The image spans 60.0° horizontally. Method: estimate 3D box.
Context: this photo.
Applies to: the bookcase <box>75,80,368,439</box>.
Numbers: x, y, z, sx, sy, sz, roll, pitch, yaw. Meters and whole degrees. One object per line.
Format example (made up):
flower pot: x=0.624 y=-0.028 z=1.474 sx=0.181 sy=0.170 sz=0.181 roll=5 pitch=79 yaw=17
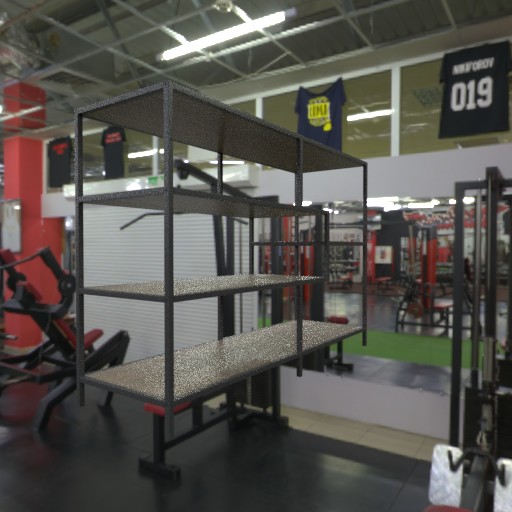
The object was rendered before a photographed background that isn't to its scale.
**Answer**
bookcase: x=0.000 y=0.000 z=1.525 sx=0.350 sy=0.780 sz=1.140 roll=1 pitch=1 yaw=36
